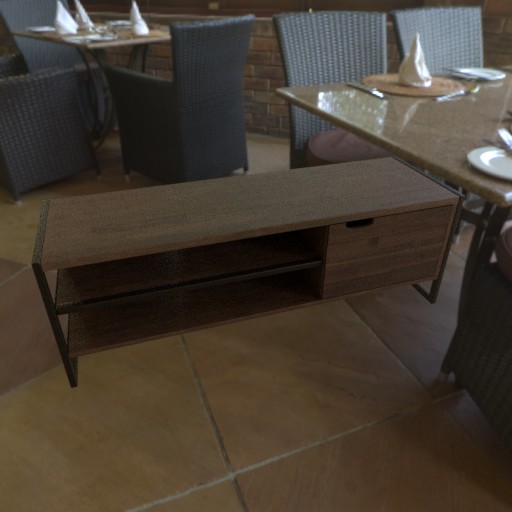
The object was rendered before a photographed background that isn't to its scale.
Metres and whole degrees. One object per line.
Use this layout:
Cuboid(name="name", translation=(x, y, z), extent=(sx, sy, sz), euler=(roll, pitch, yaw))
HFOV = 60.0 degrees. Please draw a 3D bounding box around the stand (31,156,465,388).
Cuboid(name="stand", translation=(0.000, 0.000, 1.757), extent=(1.480, 0.506, 0.454), euler=(-10, 33, -15))
